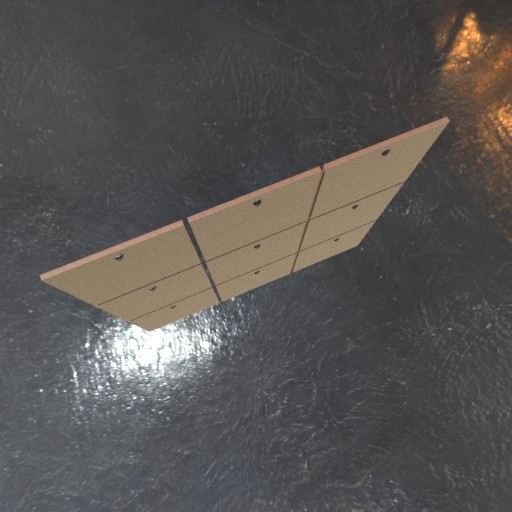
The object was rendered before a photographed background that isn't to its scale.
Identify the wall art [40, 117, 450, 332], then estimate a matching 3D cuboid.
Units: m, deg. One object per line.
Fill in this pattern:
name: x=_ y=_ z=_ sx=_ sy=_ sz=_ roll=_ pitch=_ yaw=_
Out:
wall art: x=0.000 y=0.000 z=1.343 sx=0.906 sy=0.904 sz=0.018 roll=-22 pitch=75 yaw=-6
